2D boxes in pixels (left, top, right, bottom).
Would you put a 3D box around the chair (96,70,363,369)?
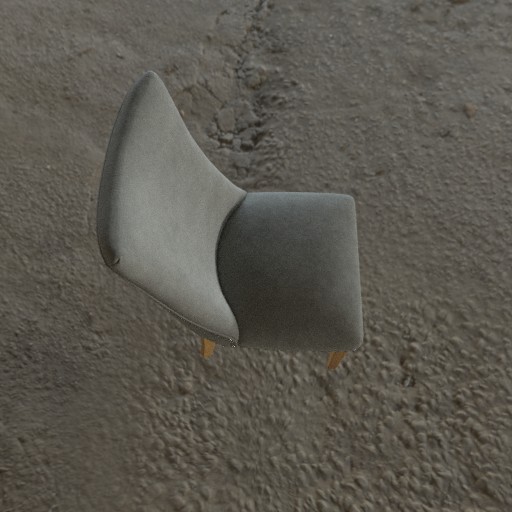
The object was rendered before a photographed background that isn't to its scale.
[{"bbox_3d":[0.000,0.000,1.270,0.610,0.902,0.495,2,65,1],"label":"chair"}]
